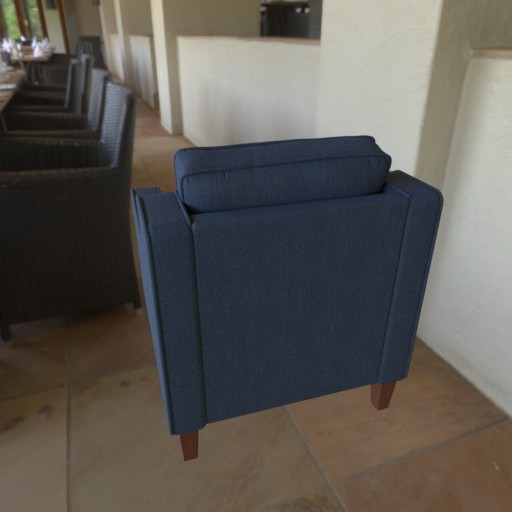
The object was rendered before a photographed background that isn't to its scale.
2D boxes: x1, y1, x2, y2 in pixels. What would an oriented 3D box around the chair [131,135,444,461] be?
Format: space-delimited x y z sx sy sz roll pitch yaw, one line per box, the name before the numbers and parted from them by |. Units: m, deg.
chair | 0.000 0.000 1.666 0.831 0.960 0.909 -8 28 -16
